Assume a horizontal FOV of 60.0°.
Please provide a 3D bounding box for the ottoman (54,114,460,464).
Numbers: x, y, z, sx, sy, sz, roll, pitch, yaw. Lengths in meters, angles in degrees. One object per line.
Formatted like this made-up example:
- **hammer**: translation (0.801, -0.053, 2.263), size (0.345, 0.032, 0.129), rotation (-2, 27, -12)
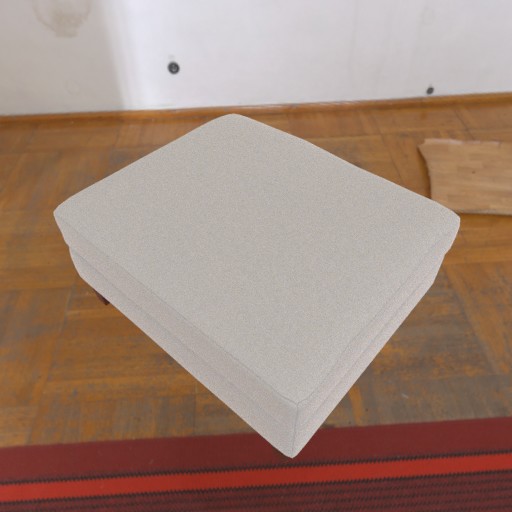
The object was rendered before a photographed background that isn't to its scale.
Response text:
- **ottoman**: translation (0.000, 0.000, 1.482), size (0.976, 0.492, 0.836), rotation (32, 54, 27)
